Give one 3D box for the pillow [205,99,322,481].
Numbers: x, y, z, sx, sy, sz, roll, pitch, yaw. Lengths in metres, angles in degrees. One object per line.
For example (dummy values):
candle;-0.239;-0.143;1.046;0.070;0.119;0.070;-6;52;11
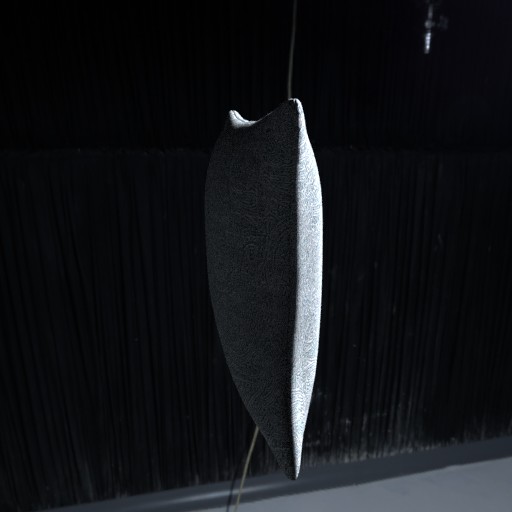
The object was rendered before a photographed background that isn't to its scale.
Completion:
pillow;0.000;0.000;0.791;0.166;0.507;0.526;-3;17;-10
